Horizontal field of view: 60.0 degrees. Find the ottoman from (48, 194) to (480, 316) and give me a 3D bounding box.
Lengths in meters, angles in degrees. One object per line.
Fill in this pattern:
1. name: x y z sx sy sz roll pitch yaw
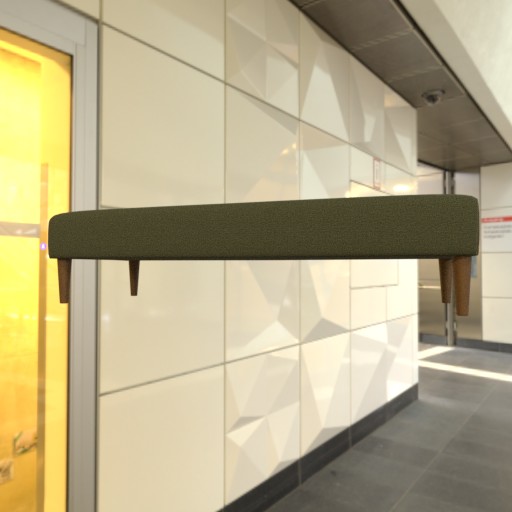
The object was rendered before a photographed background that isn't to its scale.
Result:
1. ottoman: 0.000 0.000 1.854 1.609 0.393 0.646 0 -2 18
